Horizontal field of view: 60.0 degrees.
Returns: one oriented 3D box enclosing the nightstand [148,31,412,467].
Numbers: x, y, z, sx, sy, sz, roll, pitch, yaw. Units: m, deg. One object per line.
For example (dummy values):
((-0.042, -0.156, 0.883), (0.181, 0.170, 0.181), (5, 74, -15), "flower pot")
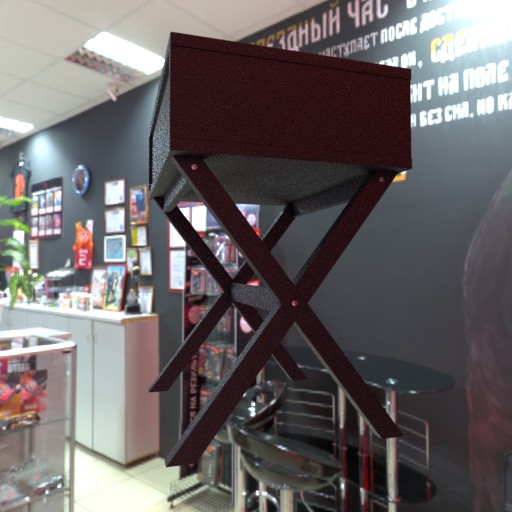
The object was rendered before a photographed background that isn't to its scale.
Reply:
((0.000, 0.000, 0.908), (0.402, 0.623, 0.479), (0, -2, -17), "nightstand")
